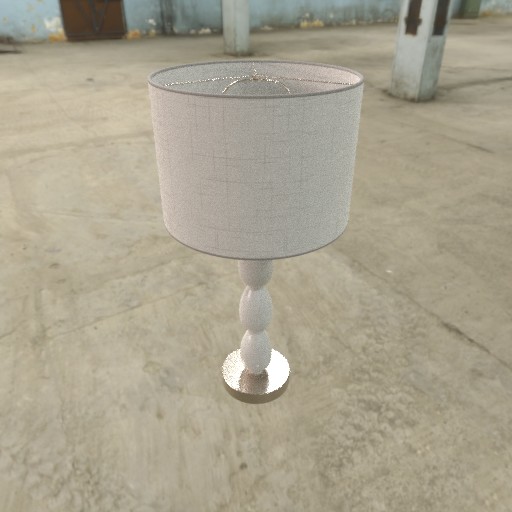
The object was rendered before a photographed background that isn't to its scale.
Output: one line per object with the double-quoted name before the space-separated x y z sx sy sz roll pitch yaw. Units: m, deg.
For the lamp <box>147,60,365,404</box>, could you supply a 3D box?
"lamp" 0.000 0.000 0.728 0.282 0.559 0.280 -1 31 -2
